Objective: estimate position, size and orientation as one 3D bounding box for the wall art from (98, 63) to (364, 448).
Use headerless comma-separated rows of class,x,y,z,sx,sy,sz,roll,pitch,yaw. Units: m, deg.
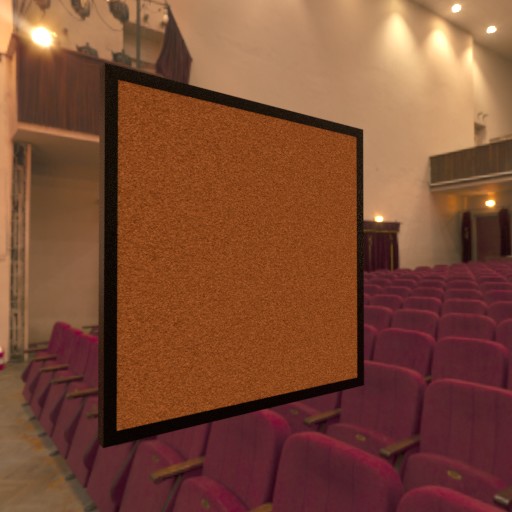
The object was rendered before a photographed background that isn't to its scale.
wall art,0.000,0.000,1.102,0.756,0.755,0.036,1,-1,-36
